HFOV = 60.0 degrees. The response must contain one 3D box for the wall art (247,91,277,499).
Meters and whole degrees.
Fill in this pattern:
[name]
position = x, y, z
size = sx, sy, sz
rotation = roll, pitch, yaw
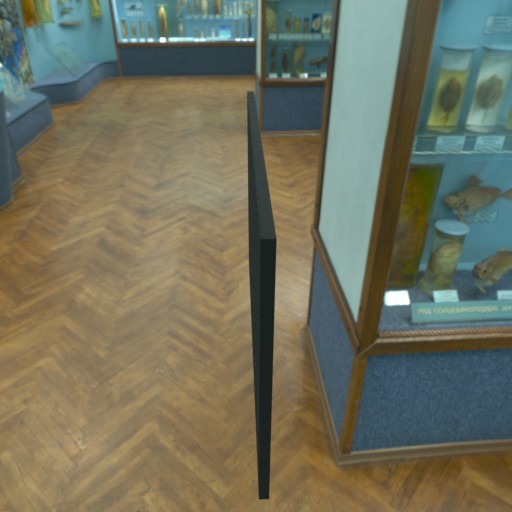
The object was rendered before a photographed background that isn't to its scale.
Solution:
[wall art]
position = 0.000, 0.000, 1.201
size = 0.026, 0.656, 0.958
rotation = -1, 32, -2
